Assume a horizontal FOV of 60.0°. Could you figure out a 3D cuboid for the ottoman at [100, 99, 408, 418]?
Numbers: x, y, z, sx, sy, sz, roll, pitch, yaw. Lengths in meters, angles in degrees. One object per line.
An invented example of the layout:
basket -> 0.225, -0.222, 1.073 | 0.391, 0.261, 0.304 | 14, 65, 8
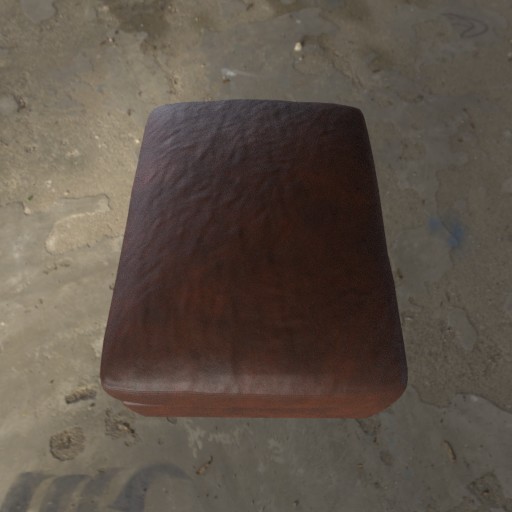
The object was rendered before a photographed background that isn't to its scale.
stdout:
ottoman -> 0.000, 0.000, 1.264 | 0.659, 0.527, 0.887 | 0, 59, 0
